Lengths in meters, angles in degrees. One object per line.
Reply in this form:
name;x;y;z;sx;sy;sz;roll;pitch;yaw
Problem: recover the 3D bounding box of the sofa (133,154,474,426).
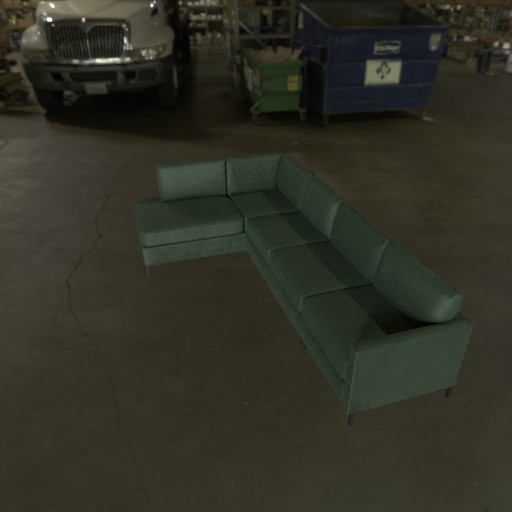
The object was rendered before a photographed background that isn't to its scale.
sofa;0.000;0.000;4.259;2.048;0.996;3.384;-9;32;-15
